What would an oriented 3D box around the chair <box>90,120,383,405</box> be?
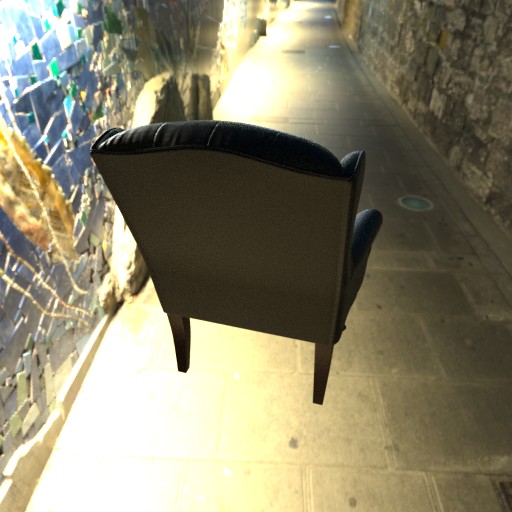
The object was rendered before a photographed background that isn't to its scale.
[{"bbox_3d":[0.000,0.000,1.599,0.838,1.111,0.762,9,33,14],"label":"chair"}]
